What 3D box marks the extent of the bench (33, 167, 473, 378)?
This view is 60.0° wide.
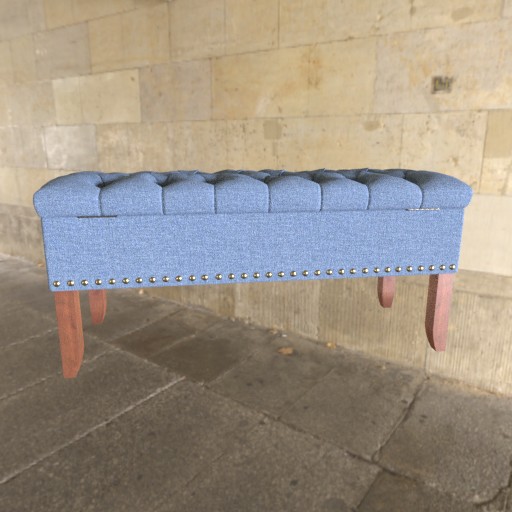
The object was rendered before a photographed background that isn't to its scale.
[{"bbox_3d":[0.000,0.000,1.284,1.052,0.492,0.417,-2,14,-8],"label":"bench"}]
